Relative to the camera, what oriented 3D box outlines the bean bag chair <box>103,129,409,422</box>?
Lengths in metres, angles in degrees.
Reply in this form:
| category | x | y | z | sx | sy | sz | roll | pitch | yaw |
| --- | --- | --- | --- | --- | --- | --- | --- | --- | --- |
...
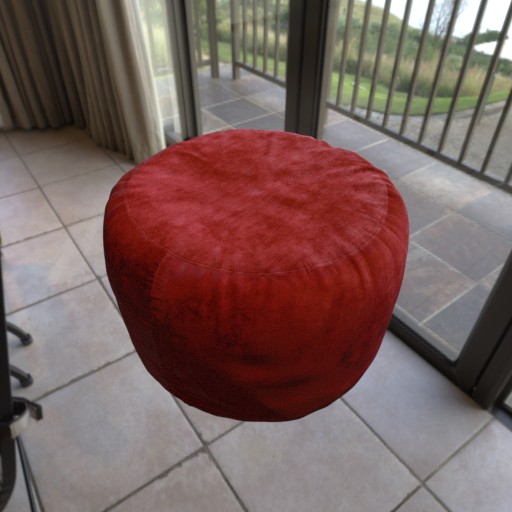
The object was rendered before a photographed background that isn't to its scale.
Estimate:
| category | x | y | z | sx | sy | sz | roll | pitch | yaw |
| --- | --- | --- | --- | --- | --- | --- | --- | --- | --- |
| bean bag chair | 0.000 | 0.000 | 1.925 | 1.219 | 0.762 | 1.219 | 0 | 41 | 0 |
